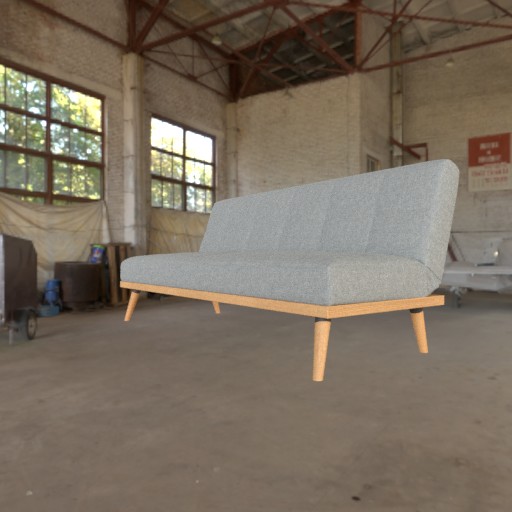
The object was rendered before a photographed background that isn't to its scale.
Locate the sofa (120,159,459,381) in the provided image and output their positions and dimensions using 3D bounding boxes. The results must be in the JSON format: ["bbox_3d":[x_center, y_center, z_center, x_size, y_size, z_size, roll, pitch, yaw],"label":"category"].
[{"bbox_3d":[0.000,0.000,2.317,0.800,0.800,1.820,0,0,-37],"label":"sofa"}]
